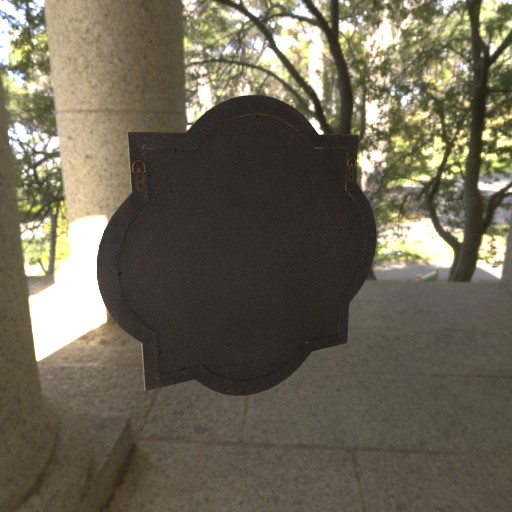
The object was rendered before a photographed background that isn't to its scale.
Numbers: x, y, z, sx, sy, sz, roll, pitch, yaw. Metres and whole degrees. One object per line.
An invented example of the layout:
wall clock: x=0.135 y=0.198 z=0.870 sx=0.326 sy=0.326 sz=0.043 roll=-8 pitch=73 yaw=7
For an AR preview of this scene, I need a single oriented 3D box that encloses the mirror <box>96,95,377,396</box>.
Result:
mirror: x=0.000 y=0.000 z=1.026 sx=0.686 sy=0.686 sz=0.019 roll=-7 pitch=16 yaw=-25
